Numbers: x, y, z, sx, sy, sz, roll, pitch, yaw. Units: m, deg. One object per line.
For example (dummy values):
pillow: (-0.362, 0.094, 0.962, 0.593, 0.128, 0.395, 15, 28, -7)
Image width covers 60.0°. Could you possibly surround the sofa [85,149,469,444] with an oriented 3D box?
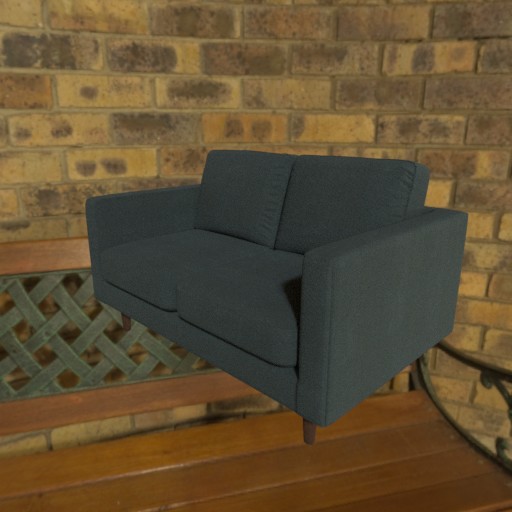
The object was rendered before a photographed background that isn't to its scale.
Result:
sofa: (0.000, 0.000, 2.087, 0.999, 0.930, 1.518, -16, 23, -43)
